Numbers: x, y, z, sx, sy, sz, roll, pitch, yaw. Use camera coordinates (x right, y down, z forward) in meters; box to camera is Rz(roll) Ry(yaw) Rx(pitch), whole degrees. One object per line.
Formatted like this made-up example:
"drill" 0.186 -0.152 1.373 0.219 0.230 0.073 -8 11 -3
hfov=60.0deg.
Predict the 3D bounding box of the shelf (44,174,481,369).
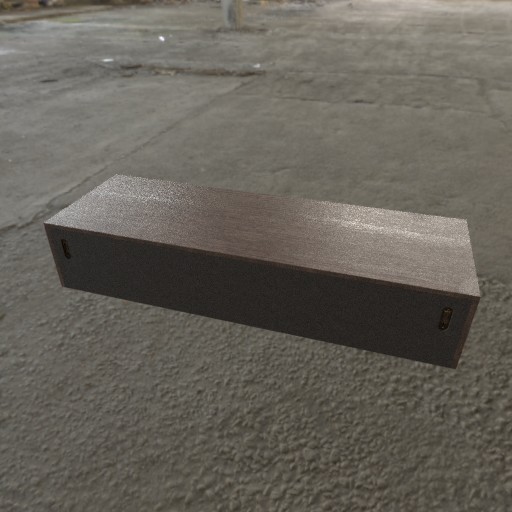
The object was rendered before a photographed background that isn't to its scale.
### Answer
"shelf" 0.000 0.000 0.705 0.610 0.125 0.200 10 34 15
